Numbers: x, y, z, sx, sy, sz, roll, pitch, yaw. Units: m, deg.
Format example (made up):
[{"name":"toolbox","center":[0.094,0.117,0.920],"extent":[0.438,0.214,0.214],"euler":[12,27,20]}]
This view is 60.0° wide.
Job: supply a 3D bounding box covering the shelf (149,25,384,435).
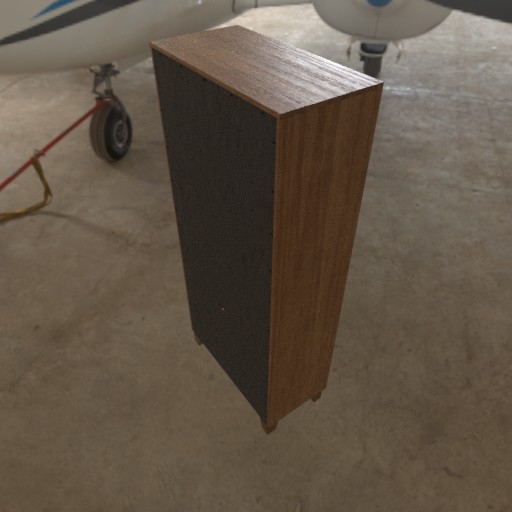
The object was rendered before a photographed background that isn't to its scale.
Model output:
[{"name":"shelf","center":[0.000,0.000,2.271],"extent":[0.453,1.930,0.864],"euler":[-25,47,-26]}]
